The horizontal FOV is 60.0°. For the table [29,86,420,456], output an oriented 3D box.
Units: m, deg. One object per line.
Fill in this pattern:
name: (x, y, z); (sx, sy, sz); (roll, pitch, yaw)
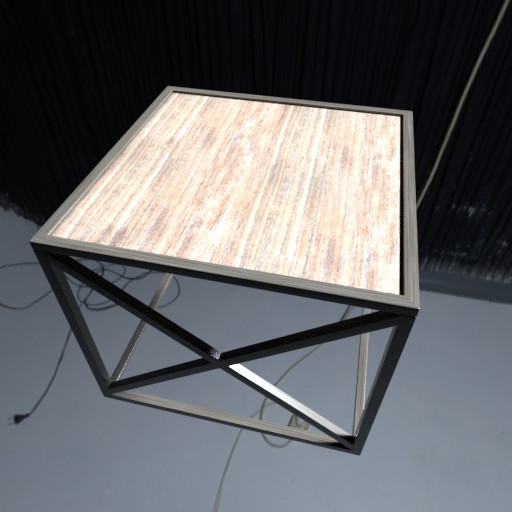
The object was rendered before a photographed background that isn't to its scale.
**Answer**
table: (0.000, 0.000, 1.054); (0.611, 0.507, 0.609); (9, 45, 9)
